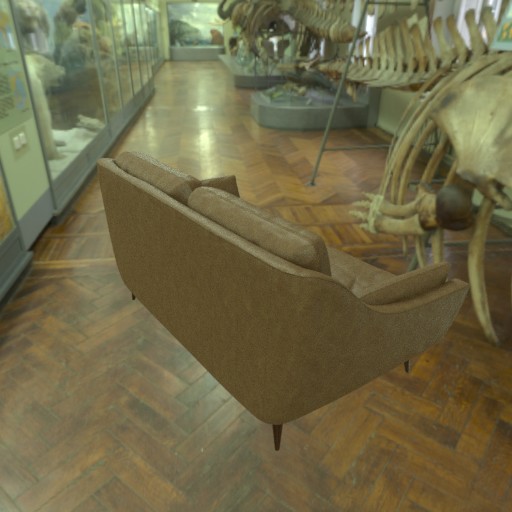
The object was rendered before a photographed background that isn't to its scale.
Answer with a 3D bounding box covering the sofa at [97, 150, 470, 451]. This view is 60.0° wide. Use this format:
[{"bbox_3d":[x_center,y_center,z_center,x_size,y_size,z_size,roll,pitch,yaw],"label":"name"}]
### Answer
[{"bbox_3d":[0.000,0.000,2.223,0.981,0.886,1.731,-19,33,-33],"label":"sofa"}]
